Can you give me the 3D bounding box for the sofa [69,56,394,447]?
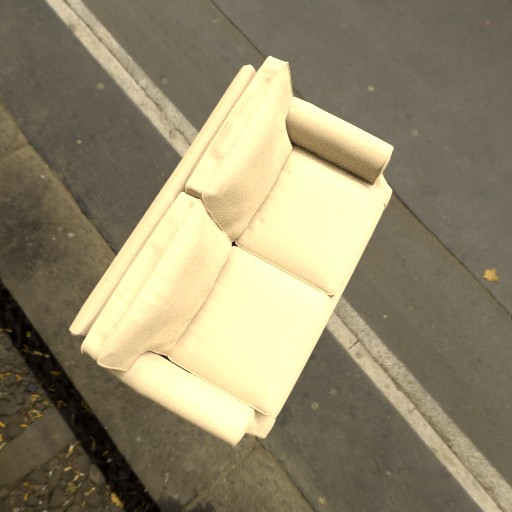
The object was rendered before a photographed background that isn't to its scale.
[{"bbox_3d":[0.000,0.000,2.238,0.964,0.937,1.665,28,77,7],"label":"sofa"}]
